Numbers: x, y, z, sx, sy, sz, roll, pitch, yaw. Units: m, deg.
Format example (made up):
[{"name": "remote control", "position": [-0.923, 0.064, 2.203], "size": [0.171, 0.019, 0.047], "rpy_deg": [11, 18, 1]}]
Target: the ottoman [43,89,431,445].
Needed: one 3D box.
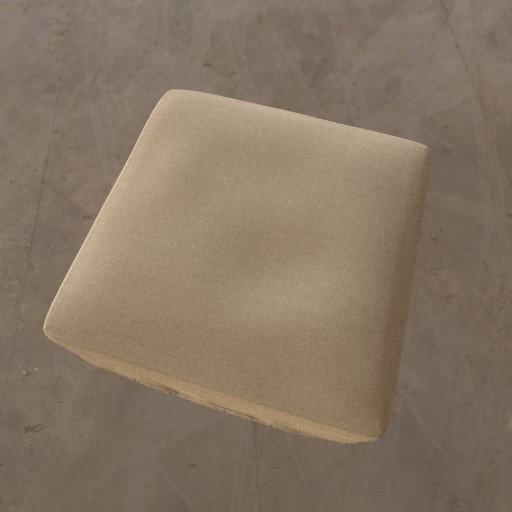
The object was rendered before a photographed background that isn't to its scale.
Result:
[{"name": "ottoman", "position": [0.000, 0.000, 1.301], "size": [0.840, 0.436, 0.843], "rpy_deg": [15, 65, 7]}]
